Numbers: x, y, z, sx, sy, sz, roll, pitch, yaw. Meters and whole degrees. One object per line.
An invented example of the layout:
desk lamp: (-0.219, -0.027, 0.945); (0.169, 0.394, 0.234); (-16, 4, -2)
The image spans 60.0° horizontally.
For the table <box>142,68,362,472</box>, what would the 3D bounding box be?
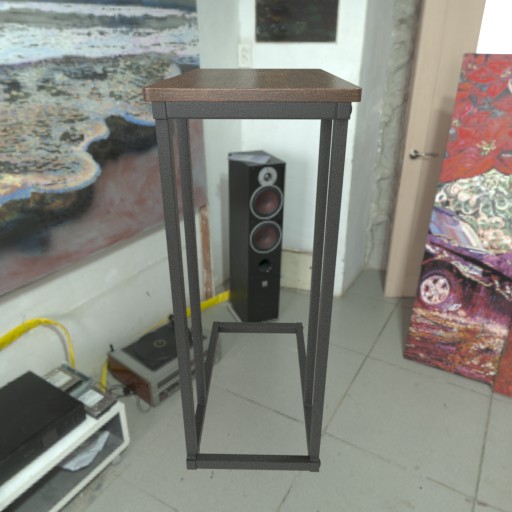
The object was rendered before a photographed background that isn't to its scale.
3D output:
table: (0.000, 0.000, 0.844); (0.254, 0.637, 0.450); (1, 26, 1)
